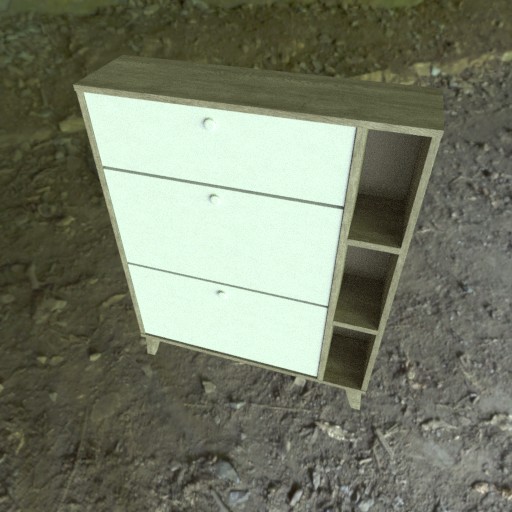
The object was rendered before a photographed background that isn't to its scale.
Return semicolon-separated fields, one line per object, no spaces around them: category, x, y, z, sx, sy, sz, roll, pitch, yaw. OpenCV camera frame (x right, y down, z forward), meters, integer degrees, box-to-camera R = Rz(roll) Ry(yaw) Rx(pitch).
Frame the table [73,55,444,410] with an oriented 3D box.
table;0.000;0.000;1.494;0.902;1.135;0.256;11;42;13
